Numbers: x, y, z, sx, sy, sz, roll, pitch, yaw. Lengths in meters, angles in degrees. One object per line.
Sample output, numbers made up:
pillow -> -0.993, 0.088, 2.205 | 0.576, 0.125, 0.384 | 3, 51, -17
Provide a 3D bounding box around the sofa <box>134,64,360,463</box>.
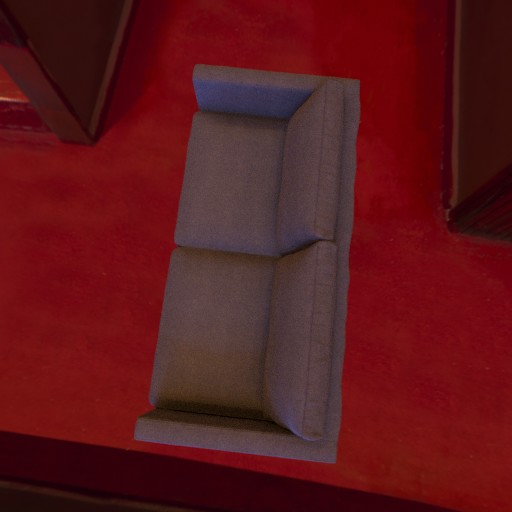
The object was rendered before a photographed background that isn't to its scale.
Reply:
sofa -> 0.000, 0.000, 2.476 | 0.953, 0.855, 1.982 | 6, 77, 1
